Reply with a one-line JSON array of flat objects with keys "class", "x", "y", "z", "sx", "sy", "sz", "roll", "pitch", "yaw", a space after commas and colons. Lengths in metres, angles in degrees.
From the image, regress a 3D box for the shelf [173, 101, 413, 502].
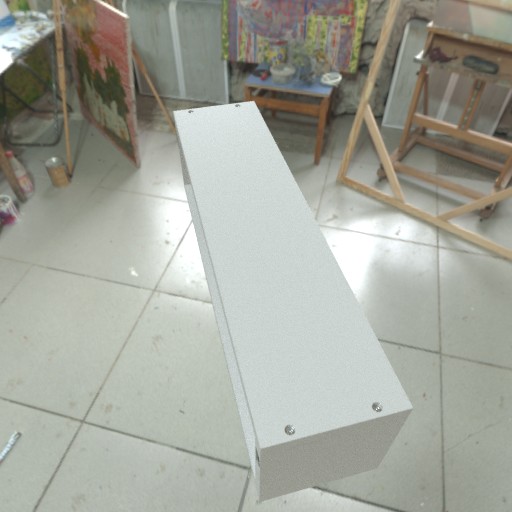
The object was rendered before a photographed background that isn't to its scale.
[{"class": "shelf", "x": 0.000, "y": 0.000, "z": 0.669, "sx": 0.150, "sy": 0.170, "sz": 0.610, "roll": -11, "pitch": 48, "yaw": -10}]
